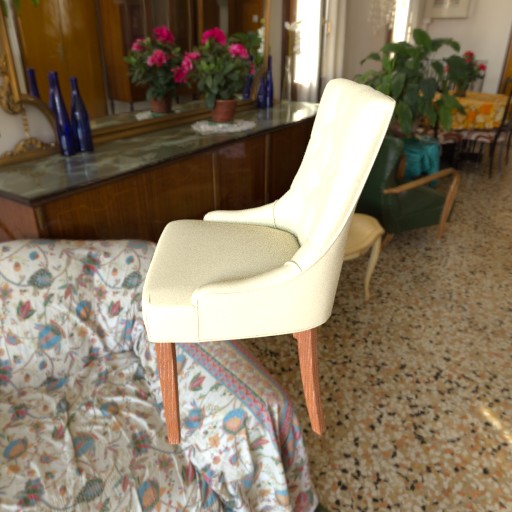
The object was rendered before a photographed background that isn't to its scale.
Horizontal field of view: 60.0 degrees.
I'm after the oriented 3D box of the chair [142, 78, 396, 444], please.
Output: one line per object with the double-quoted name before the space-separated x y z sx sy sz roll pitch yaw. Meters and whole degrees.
"chair" 0.000 0.000 1.207 0.565 0.874 0.509 -1 27 -3
